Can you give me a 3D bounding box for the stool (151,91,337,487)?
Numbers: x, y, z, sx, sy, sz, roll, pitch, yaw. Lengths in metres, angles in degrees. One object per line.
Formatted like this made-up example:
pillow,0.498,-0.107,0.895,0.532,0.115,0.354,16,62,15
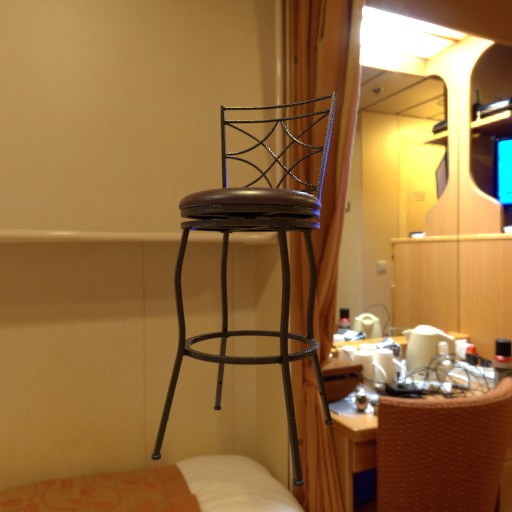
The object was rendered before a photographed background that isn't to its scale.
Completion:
stool,0.000,0.000,1.392,0.434,1.117,0.534,0,1,20
